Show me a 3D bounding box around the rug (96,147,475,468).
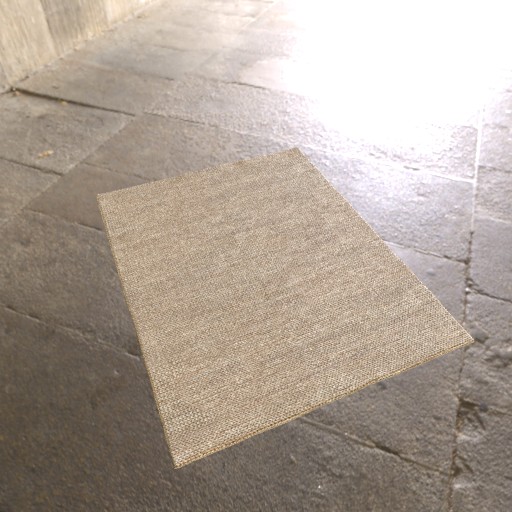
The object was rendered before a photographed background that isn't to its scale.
[{"bbox_3d":[0.000,0.000,4.100,2.429,0.030,3.052,-17,48,-16],"label":"rug"}]
